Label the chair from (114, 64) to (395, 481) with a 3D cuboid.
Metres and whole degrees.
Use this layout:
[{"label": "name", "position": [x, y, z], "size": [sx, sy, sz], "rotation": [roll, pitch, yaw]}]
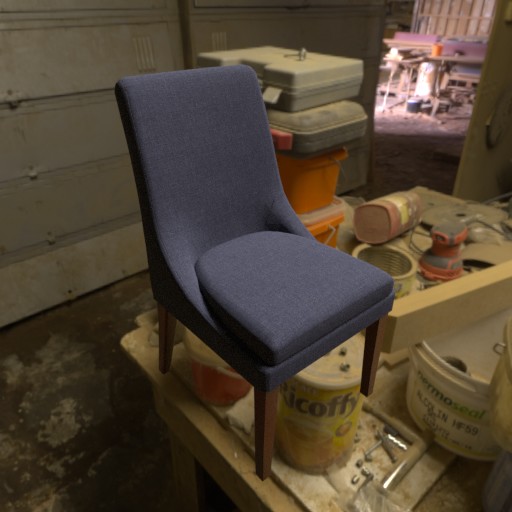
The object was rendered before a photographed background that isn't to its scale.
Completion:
[{"label": "chair", "position": [0.000, 0.000, 1.297], "size": [0.508, 0.952, 0.655], "rotation": [-23, 37, -34]}]
